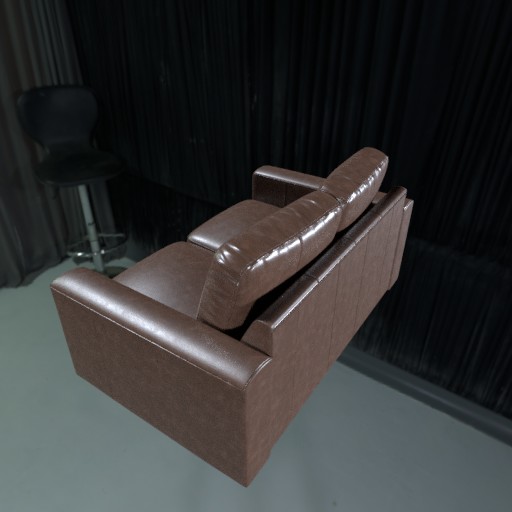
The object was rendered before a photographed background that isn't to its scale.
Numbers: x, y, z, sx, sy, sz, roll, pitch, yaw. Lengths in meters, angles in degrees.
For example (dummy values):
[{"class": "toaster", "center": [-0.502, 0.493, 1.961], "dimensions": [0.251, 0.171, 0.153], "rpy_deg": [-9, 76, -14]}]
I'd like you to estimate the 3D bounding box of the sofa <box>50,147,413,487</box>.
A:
[{"class": "sofa", "center": [0.000, 0.000, 2.185], "dimensions": [1.016, 0.873, 1.616], "rpy_deg": [20, 37, 28]}]
